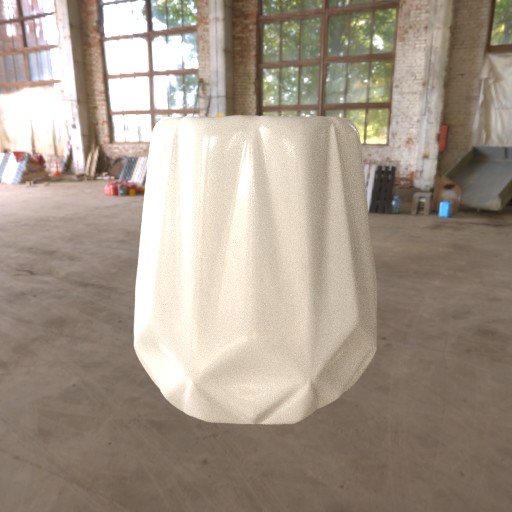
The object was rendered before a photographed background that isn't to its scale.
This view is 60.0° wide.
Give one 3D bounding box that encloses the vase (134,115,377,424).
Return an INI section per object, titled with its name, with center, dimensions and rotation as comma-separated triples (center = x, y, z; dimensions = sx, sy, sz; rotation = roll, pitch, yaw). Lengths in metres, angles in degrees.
[vase]
center = 0.000, 0.000, 0.255
dimensions = 0.141, 0.152, 0.141
rotation = 0, 16, 0
